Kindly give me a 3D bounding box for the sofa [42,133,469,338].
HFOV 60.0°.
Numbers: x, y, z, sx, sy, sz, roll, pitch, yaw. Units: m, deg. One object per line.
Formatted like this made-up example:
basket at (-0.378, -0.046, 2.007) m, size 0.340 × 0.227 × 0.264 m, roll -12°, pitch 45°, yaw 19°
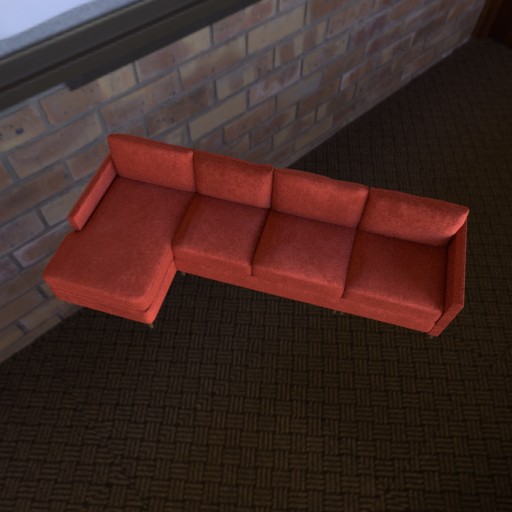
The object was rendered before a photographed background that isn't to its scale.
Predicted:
sofa at (0.000, 0.000, 3.908) m, size 3.400 × 0.967 × 1.500 m, roll 14°, pitch 58°, yaw 9°
